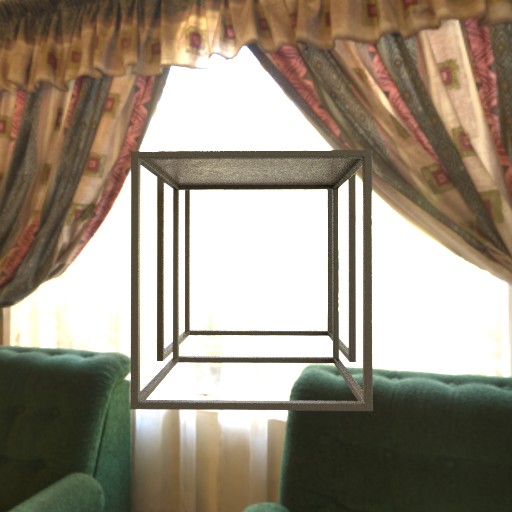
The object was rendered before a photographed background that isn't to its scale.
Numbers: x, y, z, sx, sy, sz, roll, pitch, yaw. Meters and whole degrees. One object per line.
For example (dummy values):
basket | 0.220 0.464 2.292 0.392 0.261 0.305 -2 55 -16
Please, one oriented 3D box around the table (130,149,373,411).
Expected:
table | 0.000 0.000 1.145 0.508 0.540 0.788 0 0 1
